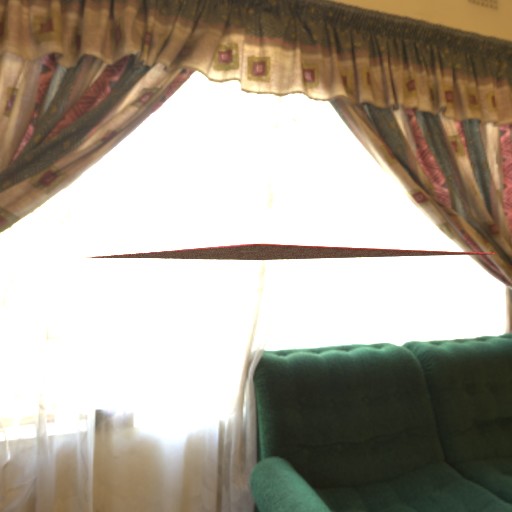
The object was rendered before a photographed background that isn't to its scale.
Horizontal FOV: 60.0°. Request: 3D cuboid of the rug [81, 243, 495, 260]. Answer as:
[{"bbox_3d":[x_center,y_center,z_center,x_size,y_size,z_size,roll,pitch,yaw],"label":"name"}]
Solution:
[{"bbox_3d":[0.000,0.000,4.231,2.389,0.011,3.306,1,-2,-36],"label":"rug"}]
